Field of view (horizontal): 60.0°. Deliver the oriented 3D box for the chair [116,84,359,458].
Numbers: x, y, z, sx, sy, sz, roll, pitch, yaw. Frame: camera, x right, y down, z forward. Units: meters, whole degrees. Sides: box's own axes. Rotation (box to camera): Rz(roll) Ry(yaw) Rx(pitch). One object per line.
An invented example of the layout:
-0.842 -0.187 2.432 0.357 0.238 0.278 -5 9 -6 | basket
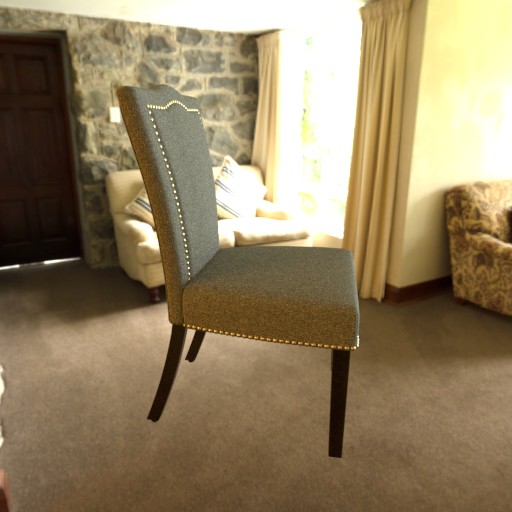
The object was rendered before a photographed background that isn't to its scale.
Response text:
0.000 0.000 1.297 0.589 0.946 0.518 3 17 10 | chair
